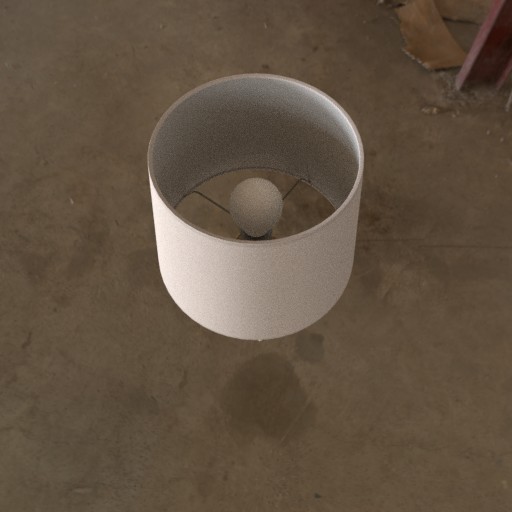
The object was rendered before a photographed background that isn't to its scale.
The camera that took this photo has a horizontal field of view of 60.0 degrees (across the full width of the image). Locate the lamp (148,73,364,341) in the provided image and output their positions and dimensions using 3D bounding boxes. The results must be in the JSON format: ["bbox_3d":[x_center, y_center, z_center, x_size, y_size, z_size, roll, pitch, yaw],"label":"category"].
[{"bbox_3d":[0.000,0.000,0.602,0.251,0.435,0.251,0,63,0],"label":"lamp"}]
